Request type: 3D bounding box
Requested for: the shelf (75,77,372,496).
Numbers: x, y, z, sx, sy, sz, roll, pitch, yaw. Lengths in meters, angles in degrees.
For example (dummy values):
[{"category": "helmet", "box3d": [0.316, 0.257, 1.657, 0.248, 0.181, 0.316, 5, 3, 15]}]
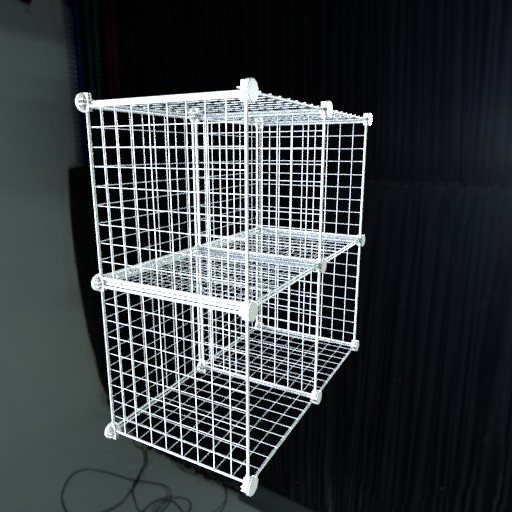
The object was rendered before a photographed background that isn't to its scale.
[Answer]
[{"category": "shelf", "box3d": [0.000, 0.000, 1.097, 0.356, 0.711, 0.711, 7, 15, 27]}]
